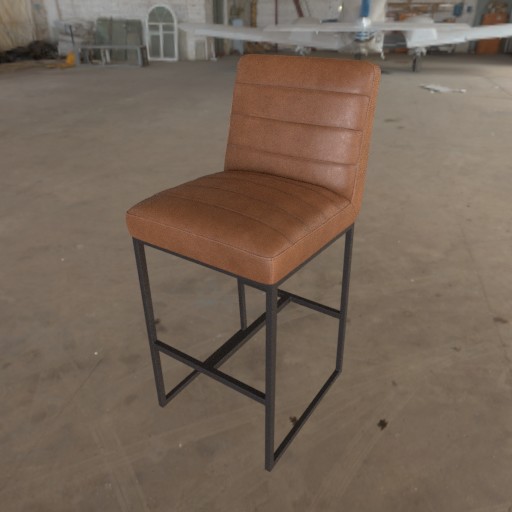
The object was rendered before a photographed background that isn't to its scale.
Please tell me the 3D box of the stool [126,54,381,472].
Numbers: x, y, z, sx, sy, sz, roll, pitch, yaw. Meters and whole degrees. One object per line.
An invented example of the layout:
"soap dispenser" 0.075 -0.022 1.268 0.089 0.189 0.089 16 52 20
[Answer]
"stool" 0.000 0.000 1.299 0.458 1.040 0.556 18 34 29
